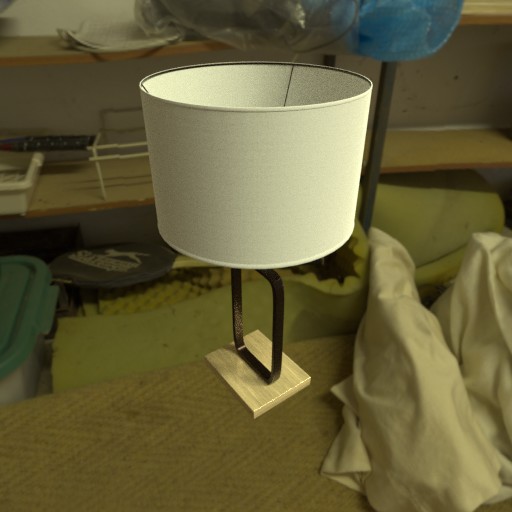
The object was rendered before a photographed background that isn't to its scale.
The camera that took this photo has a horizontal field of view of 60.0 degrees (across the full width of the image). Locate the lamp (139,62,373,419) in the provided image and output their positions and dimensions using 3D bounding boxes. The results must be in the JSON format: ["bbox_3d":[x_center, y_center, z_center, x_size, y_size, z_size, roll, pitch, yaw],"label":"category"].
[{"bbox_3d":[0.000,0.000,0.677,0.279,0.508,0.279,-21,38,-30],"label":"lamp"}]
